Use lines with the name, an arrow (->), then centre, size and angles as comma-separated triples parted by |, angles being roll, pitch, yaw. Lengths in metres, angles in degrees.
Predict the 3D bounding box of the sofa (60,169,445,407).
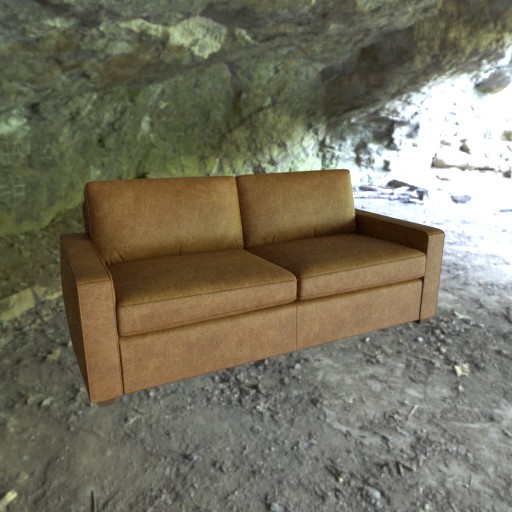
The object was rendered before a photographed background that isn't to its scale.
sofa -> 0.000, 0.000, 2.673 | 2.156, 0.928, 0.991 | -8, 18, -26
